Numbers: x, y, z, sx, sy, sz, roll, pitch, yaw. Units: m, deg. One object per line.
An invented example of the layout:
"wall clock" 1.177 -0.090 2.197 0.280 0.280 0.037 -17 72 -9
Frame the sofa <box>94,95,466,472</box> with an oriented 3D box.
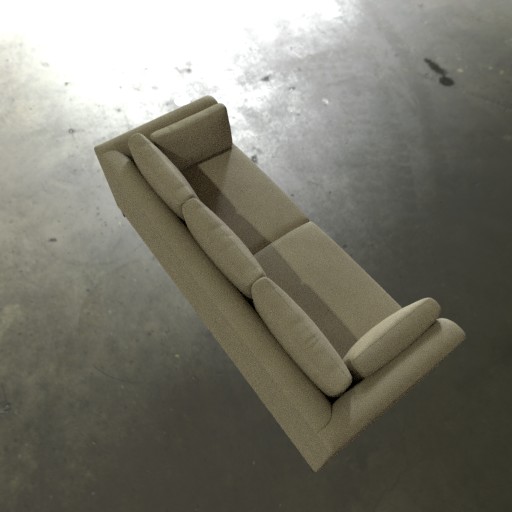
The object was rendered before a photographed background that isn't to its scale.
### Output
"sofa" 0.000 0.000 2.912 0.969 0.867 2.415 -32 63 -19
